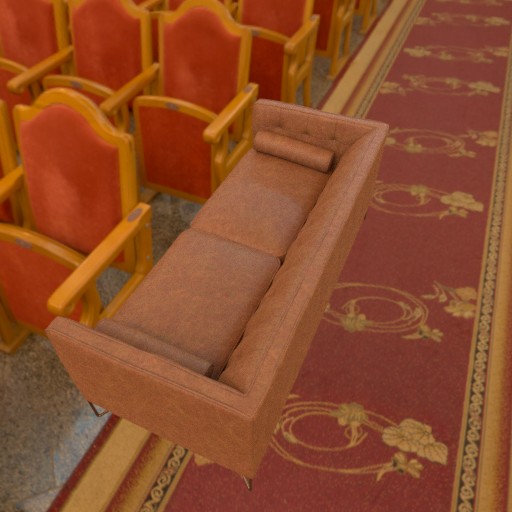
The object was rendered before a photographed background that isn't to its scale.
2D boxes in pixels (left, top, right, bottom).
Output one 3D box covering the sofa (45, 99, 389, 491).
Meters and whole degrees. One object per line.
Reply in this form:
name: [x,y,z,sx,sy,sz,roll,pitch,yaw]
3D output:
sofa: [0.000,0.000,2.498,0.912,0.798,2.079,18,49,16]
